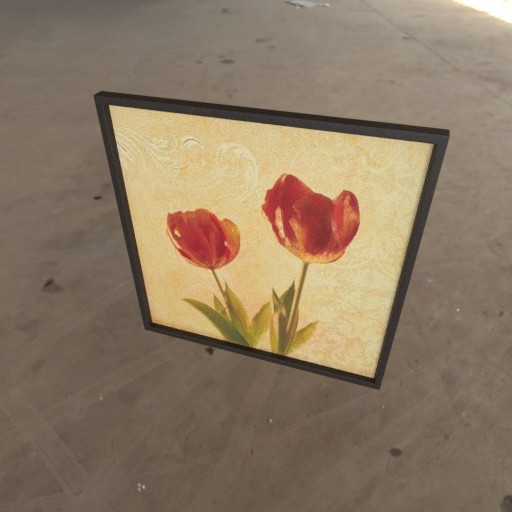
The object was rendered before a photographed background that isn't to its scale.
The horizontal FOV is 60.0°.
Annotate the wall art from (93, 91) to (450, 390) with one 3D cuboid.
[{"bbox_3d":[0.000,0.000,1.218,0.805,0.807,0.043,11,39,14],"label":"wall art"}]
